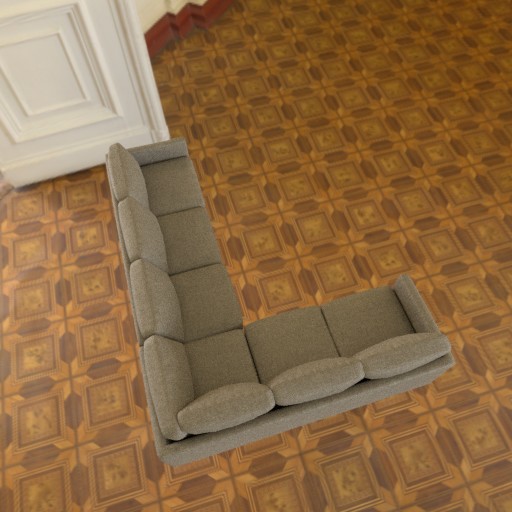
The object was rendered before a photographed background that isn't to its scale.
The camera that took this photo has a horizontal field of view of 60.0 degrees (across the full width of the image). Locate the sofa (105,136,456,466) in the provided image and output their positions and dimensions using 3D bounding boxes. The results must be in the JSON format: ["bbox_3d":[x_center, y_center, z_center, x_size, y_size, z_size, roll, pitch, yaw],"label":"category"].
[{"bbox_3d":[0.000,0.000,4.537,2.593,0.947,3.302,-15,61,-9],"label":"sofa"}]
